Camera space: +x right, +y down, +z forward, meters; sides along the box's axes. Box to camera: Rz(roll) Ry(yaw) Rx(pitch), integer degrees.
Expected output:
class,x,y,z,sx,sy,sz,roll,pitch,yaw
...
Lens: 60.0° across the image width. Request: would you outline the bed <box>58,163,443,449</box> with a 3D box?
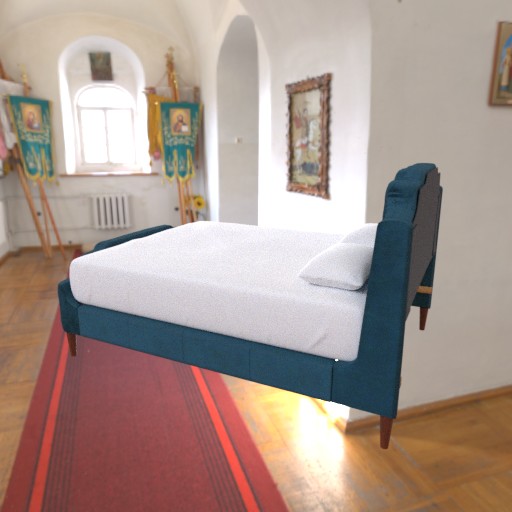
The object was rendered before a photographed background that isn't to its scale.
class,x,y,z,sx,sy,sz,roll,pitch,yaw
bed,0.000,0.000,3.227,2.322,1.351,1.676,7,17,25
